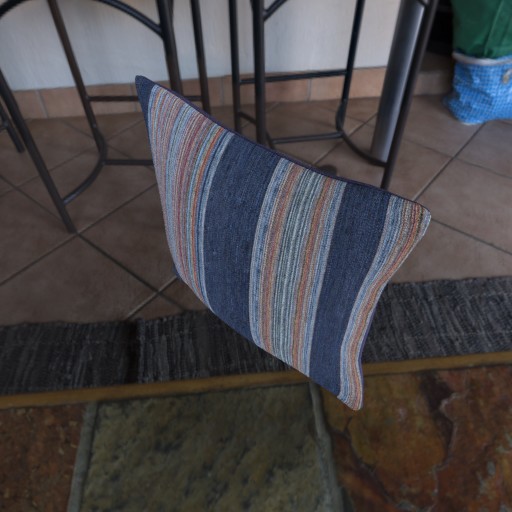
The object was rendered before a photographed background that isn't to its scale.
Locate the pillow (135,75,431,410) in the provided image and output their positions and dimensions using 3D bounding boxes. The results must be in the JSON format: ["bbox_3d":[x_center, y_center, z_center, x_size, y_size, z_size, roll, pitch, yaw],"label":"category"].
[{"bbox_3d":[0.000,0.000,0.650,0.437,0.419,0.136,33,55,27],"label":"pillow"}]
